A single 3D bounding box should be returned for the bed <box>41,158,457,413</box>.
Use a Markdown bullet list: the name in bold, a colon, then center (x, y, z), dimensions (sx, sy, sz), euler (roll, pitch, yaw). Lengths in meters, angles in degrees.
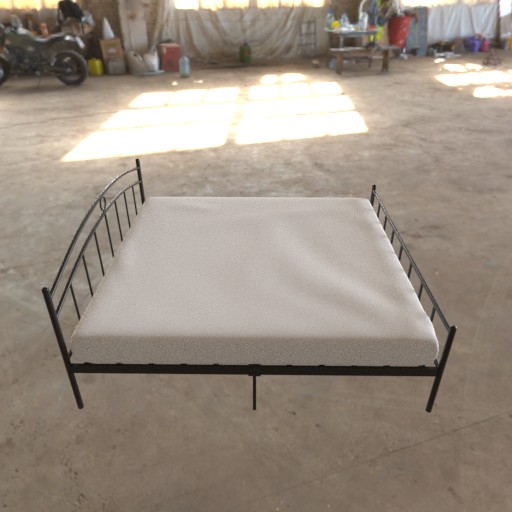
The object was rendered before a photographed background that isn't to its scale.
- **bed**: center (0.000, 0.000, 3.104), dimensions (2.040, 0.940, 1.880), euler (0, 31, 1)
